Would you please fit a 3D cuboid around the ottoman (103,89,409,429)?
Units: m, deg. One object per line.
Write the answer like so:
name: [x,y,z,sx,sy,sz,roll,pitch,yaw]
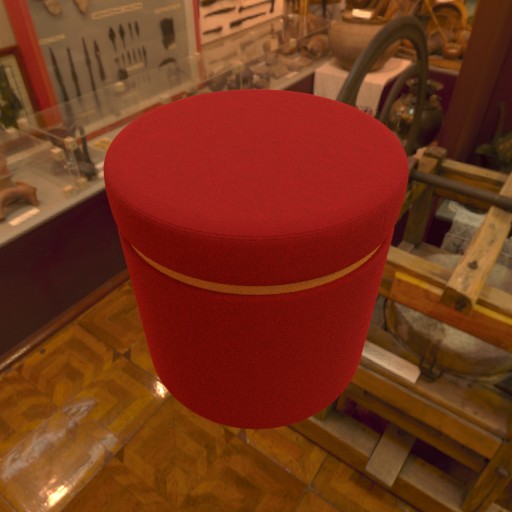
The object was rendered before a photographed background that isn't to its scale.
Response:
ottoman: [0.000,0.000,0.718,0.400,0.406,0.400,0,41,0]
